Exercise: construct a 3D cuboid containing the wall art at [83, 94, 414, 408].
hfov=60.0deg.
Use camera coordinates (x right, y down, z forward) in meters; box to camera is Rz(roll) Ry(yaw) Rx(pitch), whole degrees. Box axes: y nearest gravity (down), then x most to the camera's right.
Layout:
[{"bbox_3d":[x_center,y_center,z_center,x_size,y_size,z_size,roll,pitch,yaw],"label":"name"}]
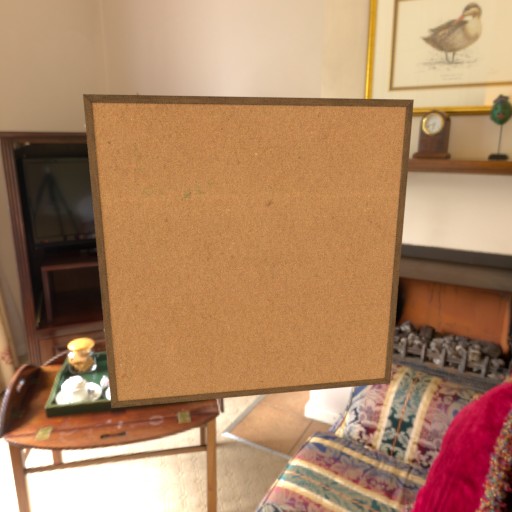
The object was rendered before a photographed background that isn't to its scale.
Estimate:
[{"bbox_3d":[0.000,0.000,0.754,0.508,0.508,0.038,-2,14,-9],"label":"wall art"}]
